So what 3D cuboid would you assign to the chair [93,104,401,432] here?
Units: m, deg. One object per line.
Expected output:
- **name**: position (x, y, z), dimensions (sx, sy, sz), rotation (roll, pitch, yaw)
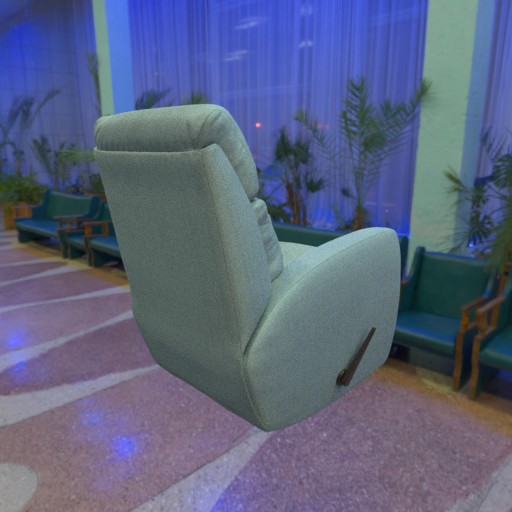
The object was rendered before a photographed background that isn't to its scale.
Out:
- **chair**: position (0.000, 0.000, 1.654), dimensions (0.940, 1.013, 0.812), rotation (-13, 19, -43)
